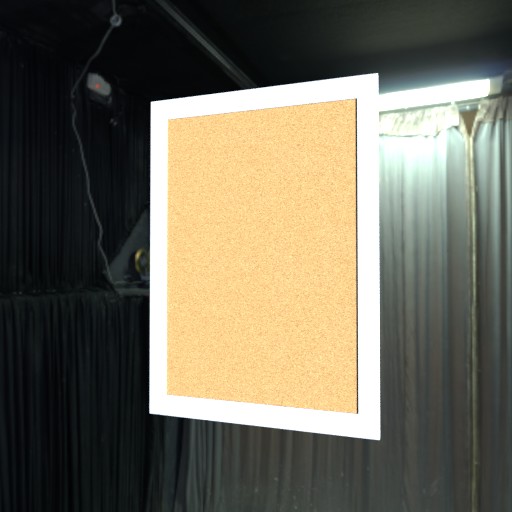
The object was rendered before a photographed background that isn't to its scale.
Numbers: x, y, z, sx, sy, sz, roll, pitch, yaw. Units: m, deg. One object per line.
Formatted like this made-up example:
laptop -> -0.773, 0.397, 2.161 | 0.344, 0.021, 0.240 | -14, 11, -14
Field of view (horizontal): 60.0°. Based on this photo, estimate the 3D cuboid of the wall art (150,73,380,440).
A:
wall art -> 0.000, 0.000, 0.700 | 0.374, 0.529, 0.012 | 0, -1, 18
